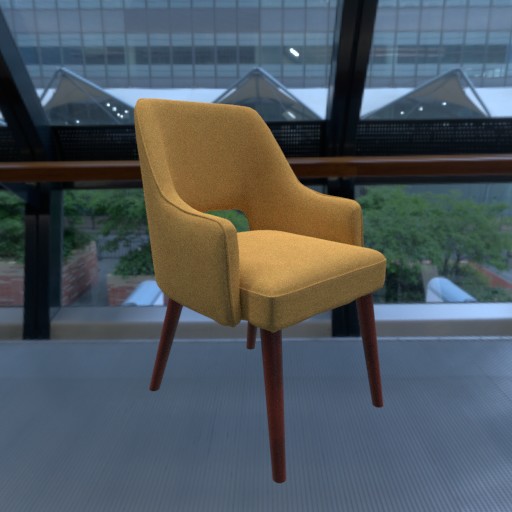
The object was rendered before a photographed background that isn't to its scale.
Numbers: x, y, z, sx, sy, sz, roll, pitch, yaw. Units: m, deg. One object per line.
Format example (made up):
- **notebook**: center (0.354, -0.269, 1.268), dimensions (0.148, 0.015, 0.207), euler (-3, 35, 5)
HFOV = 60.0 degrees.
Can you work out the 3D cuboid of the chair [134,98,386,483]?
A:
- **chair**: center (0.000, 0.000, 1.226), dimensions (0.548, 0.849, 0.605), euler (-13, 19, -43)
